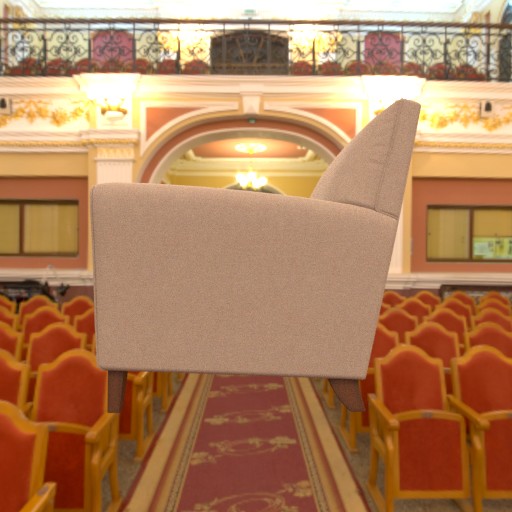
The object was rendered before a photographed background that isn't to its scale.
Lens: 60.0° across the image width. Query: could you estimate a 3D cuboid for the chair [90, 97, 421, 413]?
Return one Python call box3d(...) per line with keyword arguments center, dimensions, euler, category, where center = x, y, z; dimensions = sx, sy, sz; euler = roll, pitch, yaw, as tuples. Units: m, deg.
box3d(center=(0.000, 0.000, 1.550), dimensions=(0.871, 0.846, 0.840), euler=(0, 0, 0), category="chair")
